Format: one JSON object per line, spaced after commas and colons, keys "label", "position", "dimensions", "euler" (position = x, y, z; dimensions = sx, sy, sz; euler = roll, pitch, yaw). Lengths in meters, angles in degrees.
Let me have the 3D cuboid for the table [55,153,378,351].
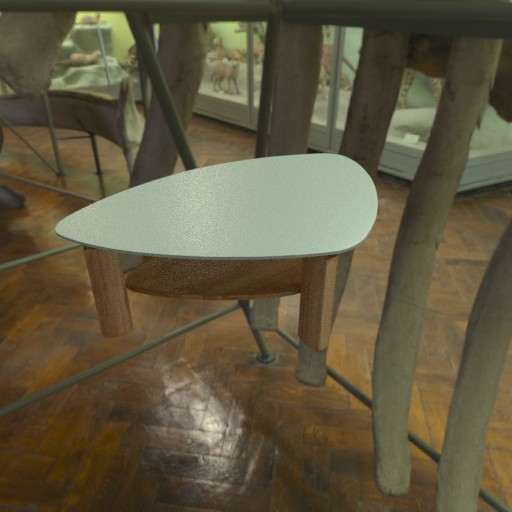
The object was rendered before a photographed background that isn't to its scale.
{"label": "table", "position": [0.000, 0.000, 1.657], "dimensions": [1.250, 0.440, 0.850], "euler": [-21, 36, -31]}
